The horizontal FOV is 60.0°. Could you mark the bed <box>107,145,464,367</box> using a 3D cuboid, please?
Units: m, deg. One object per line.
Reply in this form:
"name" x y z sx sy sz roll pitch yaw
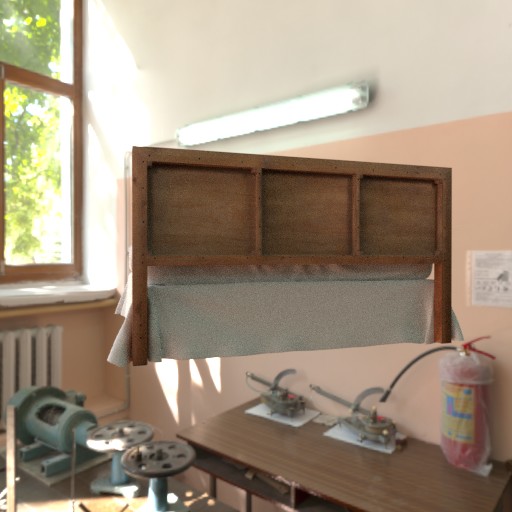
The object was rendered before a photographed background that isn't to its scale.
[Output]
"bed" 0.000 0.000 3.609 2.255 1.158 2.165 0 0 -17
